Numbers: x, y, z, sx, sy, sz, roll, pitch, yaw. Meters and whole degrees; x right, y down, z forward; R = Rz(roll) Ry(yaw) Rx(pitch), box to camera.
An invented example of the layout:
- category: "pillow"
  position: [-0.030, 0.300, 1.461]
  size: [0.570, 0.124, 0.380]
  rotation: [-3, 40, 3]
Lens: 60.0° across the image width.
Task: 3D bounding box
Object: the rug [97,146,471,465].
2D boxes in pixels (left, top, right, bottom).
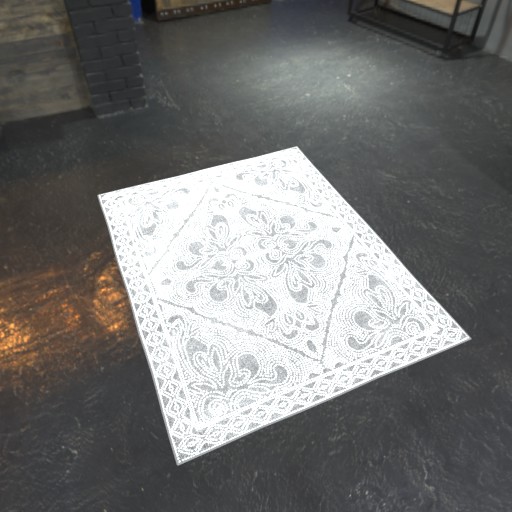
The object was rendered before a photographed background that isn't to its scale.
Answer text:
- category: "rug"
  position: [0.000, 0.000, 4.143]
  size: [2.438, 0.012, 3.048]
  rotation: [-17, 48, -16]
